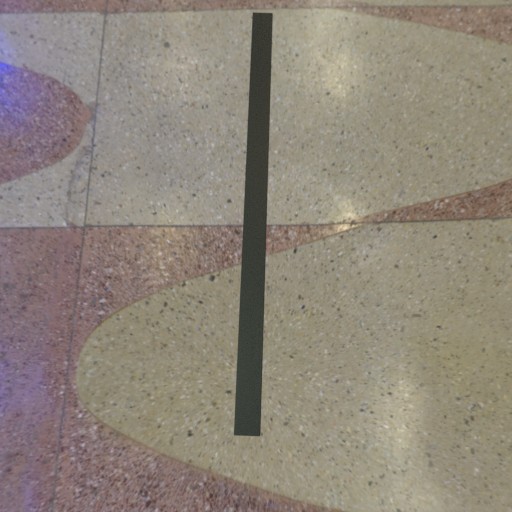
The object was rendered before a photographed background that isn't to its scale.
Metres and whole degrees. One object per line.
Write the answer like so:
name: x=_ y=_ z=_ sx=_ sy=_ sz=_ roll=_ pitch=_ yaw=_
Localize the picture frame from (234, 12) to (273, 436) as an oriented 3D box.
picture frame: x=0.000 y=0.000 z=0.820 sx=0.029 sy=0.557 sz=0.559 roll=2 pitch=74 yaw=1
